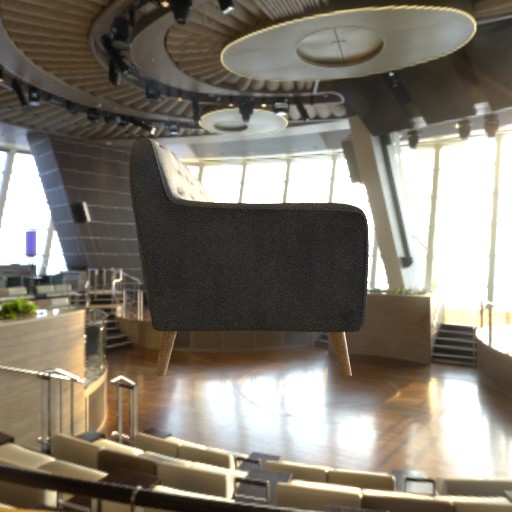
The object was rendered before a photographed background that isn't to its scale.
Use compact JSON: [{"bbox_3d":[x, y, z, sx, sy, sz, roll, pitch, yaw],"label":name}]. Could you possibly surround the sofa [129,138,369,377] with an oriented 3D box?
[{"bbox_3d":[0.000,0.000,2.412,0.841,0.832,1.975,0,0,1],"label":"sofa"}]
